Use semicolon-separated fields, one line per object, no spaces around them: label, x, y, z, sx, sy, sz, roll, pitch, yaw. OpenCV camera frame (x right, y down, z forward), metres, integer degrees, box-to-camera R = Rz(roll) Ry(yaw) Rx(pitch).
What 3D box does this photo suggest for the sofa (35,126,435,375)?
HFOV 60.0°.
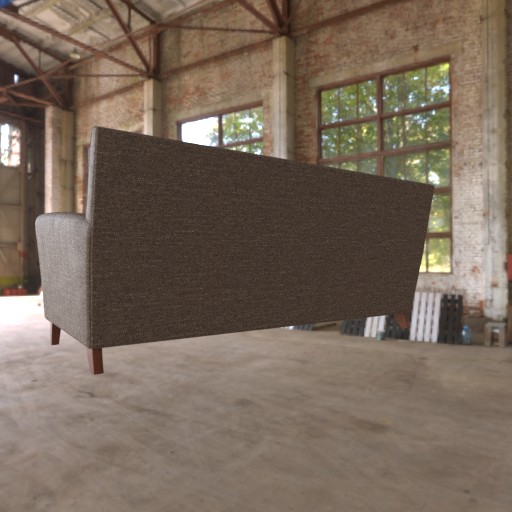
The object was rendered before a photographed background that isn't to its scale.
sofa;0.000;0.000;2.332;1.976;0.846;0.875;0;-1;-36
